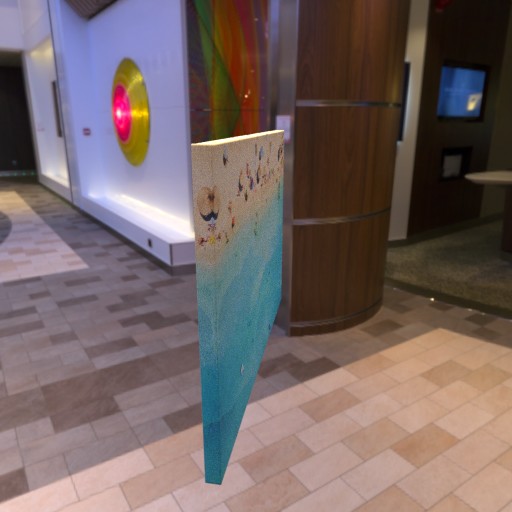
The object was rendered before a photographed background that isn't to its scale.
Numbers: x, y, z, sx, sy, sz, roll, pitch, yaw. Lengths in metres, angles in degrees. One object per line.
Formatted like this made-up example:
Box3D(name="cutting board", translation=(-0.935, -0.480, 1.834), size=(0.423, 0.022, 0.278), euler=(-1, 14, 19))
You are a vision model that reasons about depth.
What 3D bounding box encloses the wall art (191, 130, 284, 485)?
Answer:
Box3D(name="wall art", translation=(0.000, 0.000, 1.453), size=(0.040, 0.769, 1.136), euler=(3, 17, 10))
